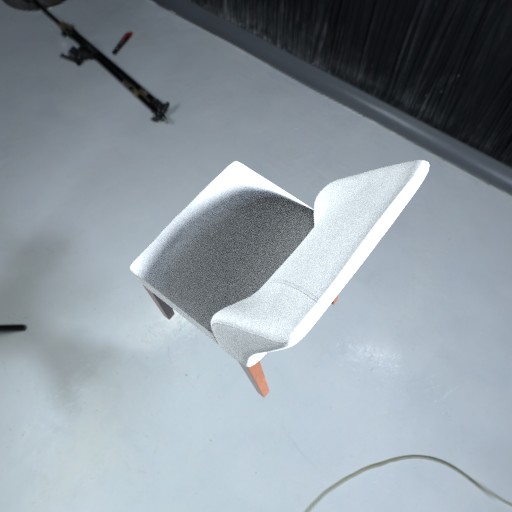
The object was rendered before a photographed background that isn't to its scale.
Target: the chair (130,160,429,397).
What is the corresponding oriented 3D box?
[{"bbox_3d":[0.000,0.000,1.192,0.540,0.893,0.472,35,69,16],"label":"chair"}]
